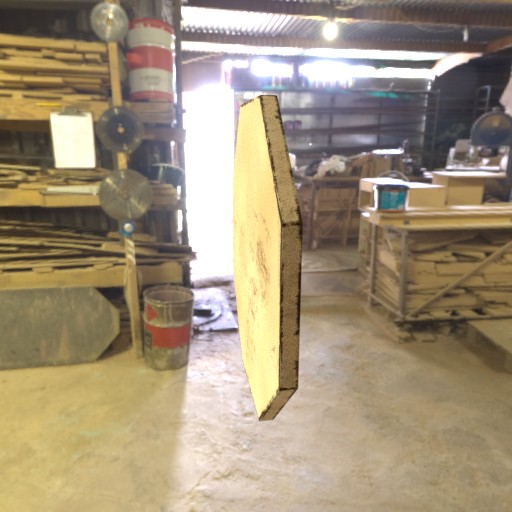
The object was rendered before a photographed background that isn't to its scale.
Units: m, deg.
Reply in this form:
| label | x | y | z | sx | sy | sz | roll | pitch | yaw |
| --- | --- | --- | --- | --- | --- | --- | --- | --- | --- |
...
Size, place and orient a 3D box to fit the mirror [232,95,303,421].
| label | x | y | z | sx | sy | sz | roll | pitch | yaw |
| --- | --- | --- | --- | --- | --- | --- | --- | --- | --- |
| mirror | 0.000 | 0.000 | 0.978 | 0.031 | 0.648 | 0.648 | -2 | 15 | -9 |
